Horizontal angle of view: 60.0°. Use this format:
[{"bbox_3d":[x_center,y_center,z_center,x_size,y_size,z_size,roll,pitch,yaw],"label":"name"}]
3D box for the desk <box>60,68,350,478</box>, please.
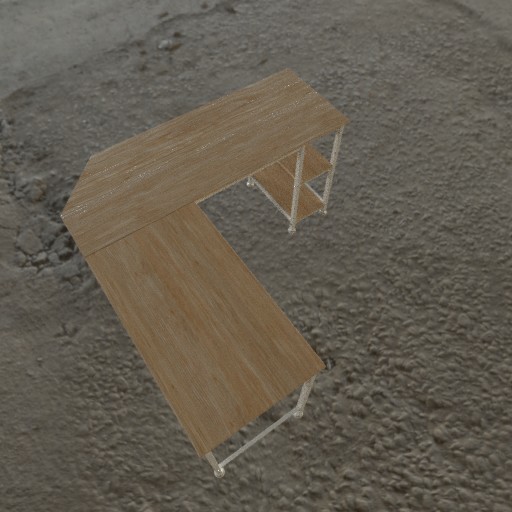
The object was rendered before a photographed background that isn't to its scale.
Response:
[{"bbox_3d":[0.000,0.000,2.181,1.379,0.739,1.379,-31,63,-18],"label":"desk"}]
